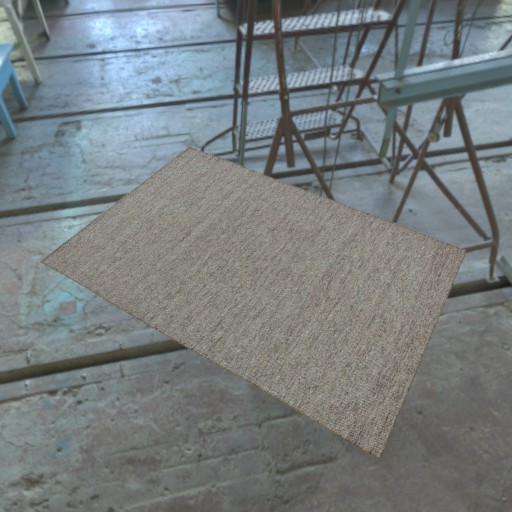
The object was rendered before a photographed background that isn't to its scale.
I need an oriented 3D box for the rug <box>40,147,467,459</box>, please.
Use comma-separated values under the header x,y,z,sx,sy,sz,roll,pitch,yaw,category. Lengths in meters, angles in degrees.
x,y,z,sx,sy,sz,roll,pitch,yaw,category
0.000,0.000,2.858,2.283,0.013,1.547,24,51,21,rug
